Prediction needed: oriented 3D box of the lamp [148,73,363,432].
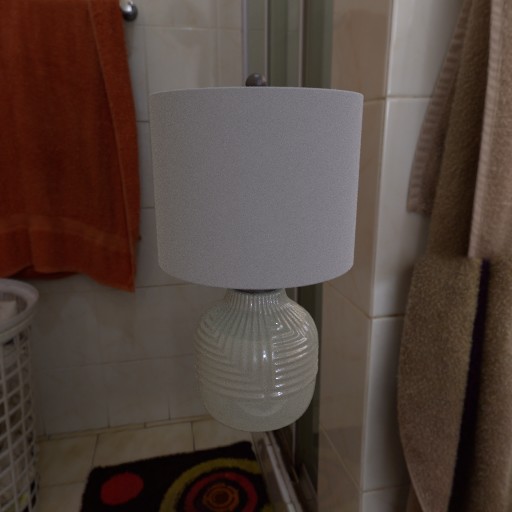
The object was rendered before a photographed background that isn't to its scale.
[{"bbox_3d":[0.000,0.000,0.738,0.318,0.567,0.318,0,16,0],"label":"lamp"}]
